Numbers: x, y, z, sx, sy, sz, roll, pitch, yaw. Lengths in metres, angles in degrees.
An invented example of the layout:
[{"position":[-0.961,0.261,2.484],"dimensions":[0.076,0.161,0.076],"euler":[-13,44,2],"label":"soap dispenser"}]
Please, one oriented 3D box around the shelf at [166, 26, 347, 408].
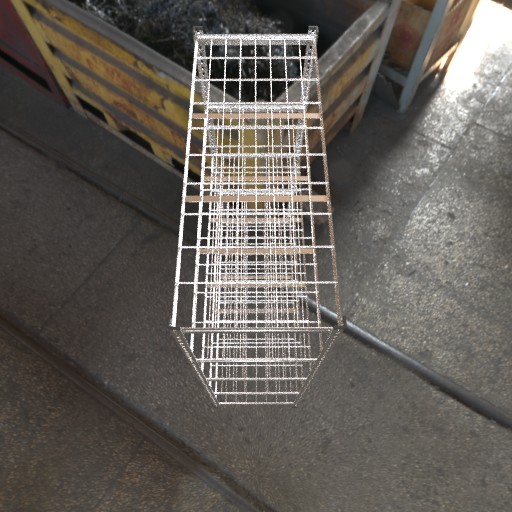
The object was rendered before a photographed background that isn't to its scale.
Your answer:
[{"position":[0.000,0.000,2.713],"dimensions":[0.610,1.981,1.524],"euler":[0,64,0],"label":"shelf"}]
